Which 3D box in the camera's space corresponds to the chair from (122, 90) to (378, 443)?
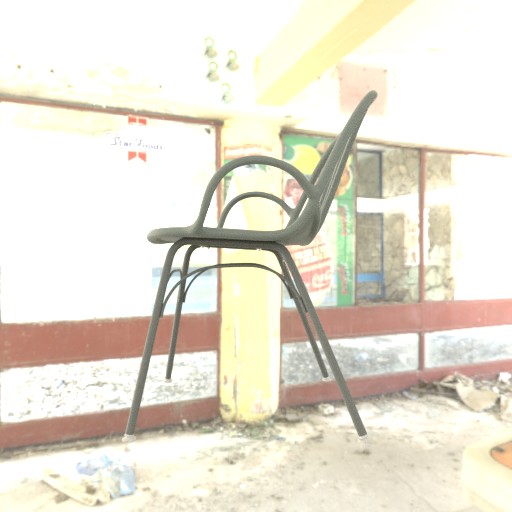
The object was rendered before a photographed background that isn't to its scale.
[{"bbox_3d":[0.000,0.000,1.215,0.597,0.816,0.549,0,0,-1],"label":"chair"}]
